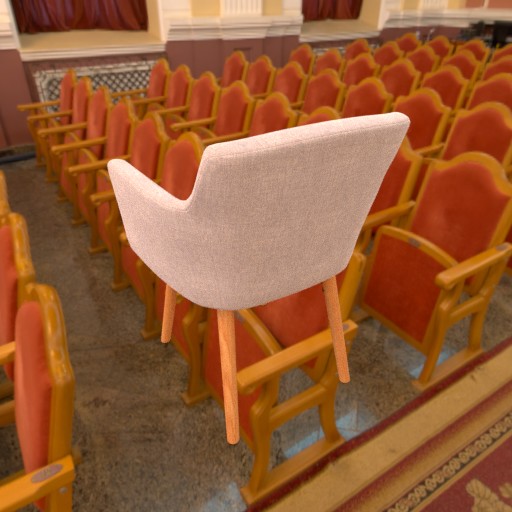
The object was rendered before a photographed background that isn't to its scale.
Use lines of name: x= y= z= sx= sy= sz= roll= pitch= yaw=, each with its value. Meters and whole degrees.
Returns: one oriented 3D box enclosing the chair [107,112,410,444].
chair: x=0.000 y=0.000 z=1.147 sx=0.570 sy=0.780 sz=0.540 roll=-18 pitch=35 yaw=-27
